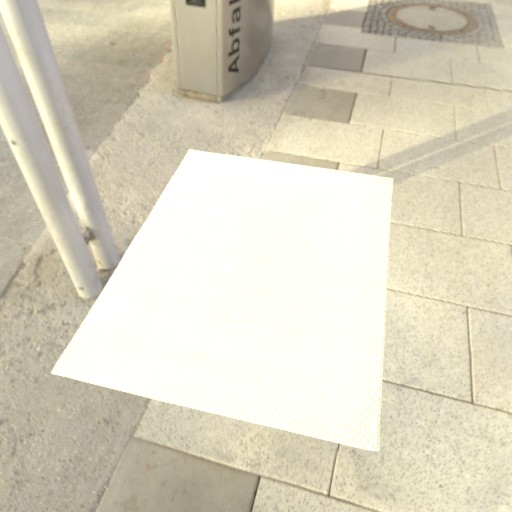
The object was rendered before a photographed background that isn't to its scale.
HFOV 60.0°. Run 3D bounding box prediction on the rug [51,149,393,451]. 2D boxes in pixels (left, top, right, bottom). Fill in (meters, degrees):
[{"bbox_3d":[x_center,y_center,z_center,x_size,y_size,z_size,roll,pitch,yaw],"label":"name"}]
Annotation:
[{"bbox_3d":[0.000,0.000,3.896,2.277,0.035,2.897,10,47,9],"label":"rug"}]
